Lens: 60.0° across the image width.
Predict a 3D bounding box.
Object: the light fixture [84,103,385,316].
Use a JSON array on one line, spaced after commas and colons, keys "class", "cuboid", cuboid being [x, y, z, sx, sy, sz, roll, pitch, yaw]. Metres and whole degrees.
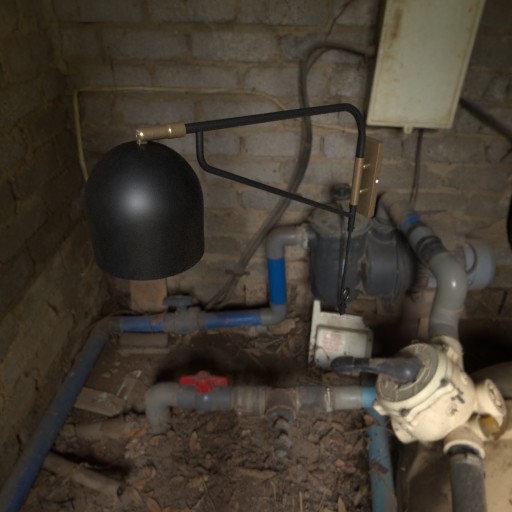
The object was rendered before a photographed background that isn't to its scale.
[{"class": "light fixture", "cuboid": [0.000, 0.000, 1.059, 0.720, 0.696, 0.215, -21, 38, -29]}]
